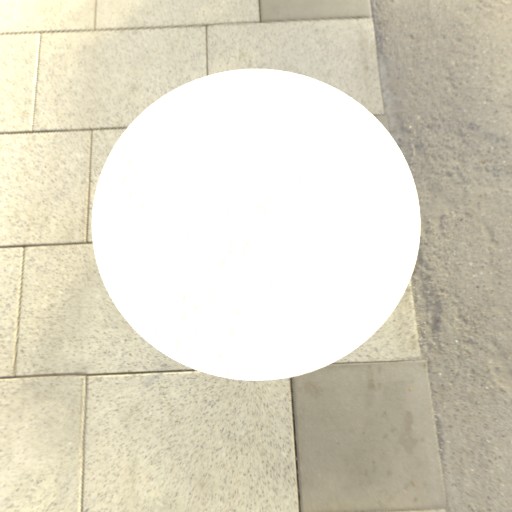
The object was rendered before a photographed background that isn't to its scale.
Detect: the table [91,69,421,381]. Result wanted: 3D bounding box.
[{"bbox_3d":[0.000,0.000,0.948,0.500,0.564,0.500,0,76,0],"label":"table"}]
